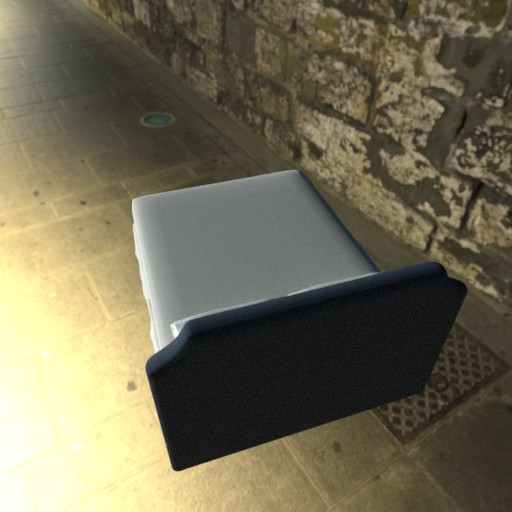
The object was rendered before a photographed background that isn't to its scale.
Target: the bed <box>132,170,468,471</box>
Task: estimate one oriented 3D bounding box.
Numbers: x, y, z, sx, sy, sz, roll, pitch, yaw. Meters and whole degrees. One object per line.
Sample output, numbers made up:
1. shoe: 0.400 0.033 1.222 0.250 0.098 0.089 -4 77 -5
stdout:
1. bed: 0.000 0.000 3.370 1.831 1.297 2.260 -12 43 -14
